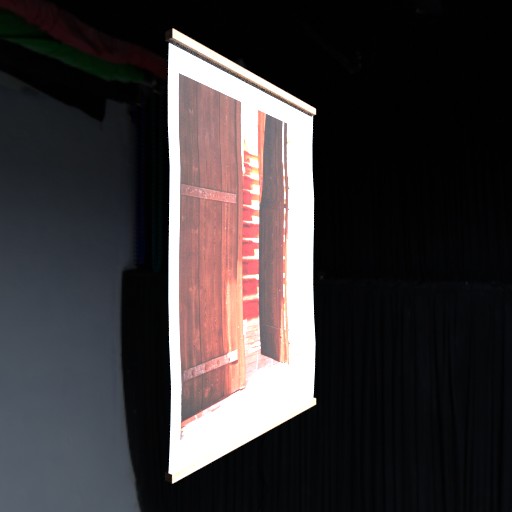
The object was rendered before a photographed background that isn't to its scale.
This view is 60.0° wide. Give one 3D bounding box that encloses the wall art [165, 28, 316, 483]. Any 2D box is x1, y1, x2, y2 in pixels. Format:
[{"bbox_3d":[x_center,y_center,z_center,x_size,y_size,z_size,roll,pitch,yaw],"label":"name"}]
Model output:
[{"bbox_3d":[0.000,0.000,0.633,0.012,0.508,0.332,0,0,36],"label":"wall art"}]
